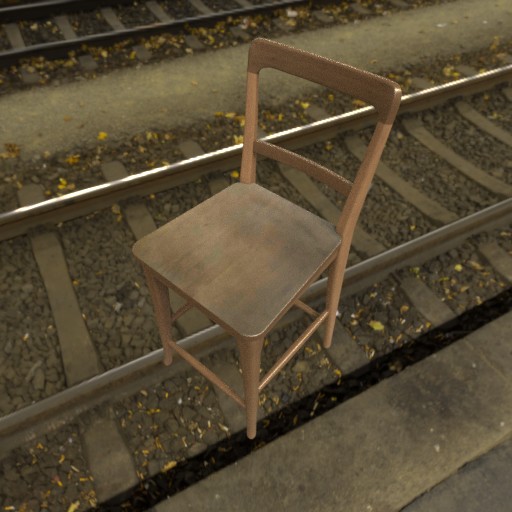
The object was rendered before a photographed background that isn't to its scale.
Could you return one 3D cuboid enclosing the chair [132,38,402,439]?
[{"bbox_3d":[0.000,0.000,1.294,0.450,0.991,0.546,32,54,27],"label":"chair"}]
